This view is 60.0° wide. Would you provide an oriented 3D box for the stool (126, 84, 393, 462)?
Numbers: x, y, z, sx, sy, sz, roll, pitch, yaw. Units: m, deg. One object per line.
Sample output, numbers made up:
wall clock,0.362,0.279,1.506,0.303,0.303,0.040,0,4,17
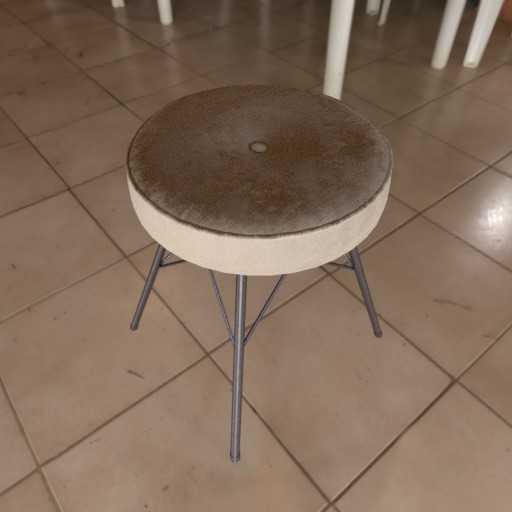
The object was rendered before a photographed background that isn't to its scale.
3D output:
stool,0.000,0.000,0.873,0.457,0.538,0.423,-32,55,-26
